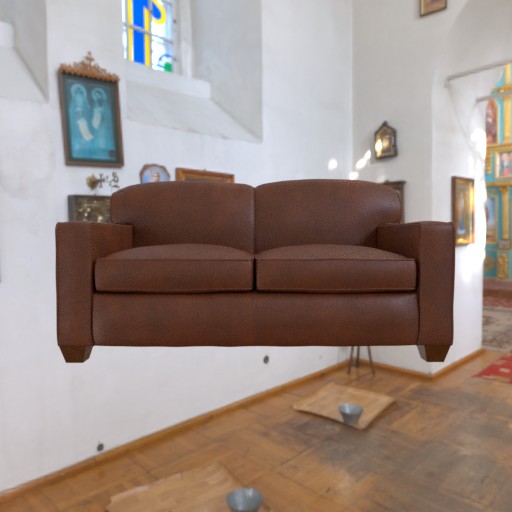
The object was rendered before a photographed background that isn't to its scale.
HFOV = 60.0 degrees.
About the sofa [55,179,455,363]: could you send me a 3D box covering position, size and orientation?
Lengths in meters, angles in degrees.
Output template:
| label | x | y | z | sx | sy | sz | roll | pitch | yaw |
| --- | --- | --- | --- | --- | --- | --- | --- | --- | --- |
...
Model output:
| label | x | y | z | sx | sy | sz | roll | pitch | yaw |
| --- | --- | --- | --- | --- | --- | --- | --- | --- | --- |
| sofa | 0.000 | 0.000 | 2.478 | 1.856 | 0.966 | 1.000 | 0 | 2 | 0 |
